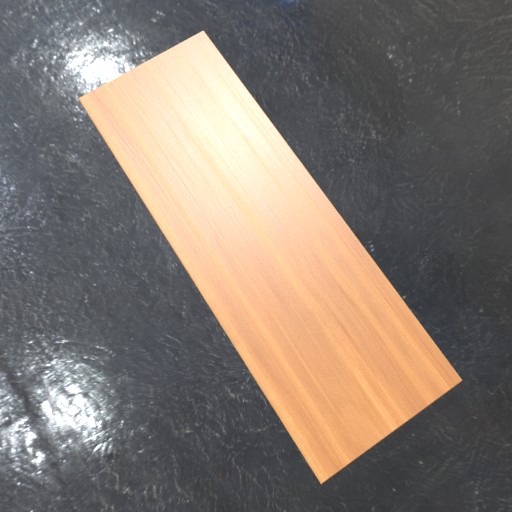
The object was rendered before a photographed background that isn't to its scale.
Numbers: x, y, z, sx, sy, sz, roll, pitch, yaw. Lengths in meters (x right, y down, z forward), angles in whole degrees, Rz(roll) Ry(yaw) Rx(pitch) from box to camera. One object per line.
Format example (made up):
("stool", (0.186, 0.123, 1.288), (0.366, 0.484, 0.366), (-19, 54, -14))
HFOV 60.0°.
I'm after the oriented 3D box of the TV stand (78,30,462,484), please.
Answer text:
("TV stand", (0.000, 0.000, 1.435), (0.417, 0.607, 1.181), (-32, 78, -8))
